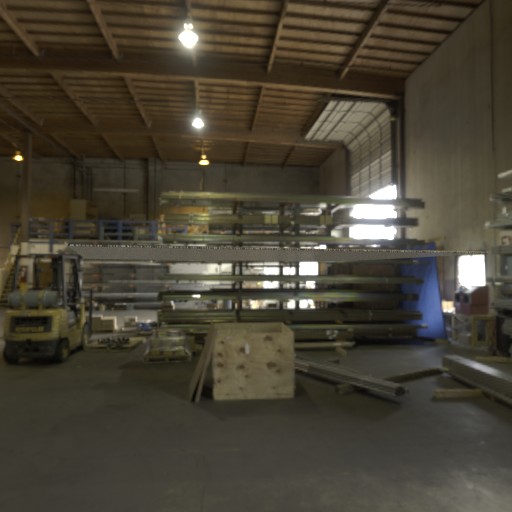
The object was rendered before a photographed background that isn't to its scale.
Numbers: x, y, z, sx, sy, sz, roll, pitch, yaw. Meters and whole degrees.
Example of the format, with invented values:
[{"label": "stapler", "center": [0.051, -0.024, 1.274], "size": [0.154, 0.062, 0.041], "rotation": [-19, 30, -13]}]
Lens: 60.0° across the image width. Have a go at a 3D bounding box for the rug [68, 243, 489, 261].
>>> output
[{"label": "rug", "center": [0.000, 0.000, 3.960], "size": [2.932, 0.015, 2.315], "rotation": [1, -2, -18]}]
